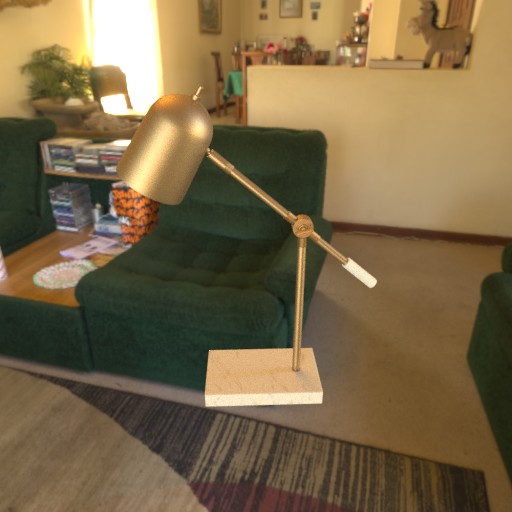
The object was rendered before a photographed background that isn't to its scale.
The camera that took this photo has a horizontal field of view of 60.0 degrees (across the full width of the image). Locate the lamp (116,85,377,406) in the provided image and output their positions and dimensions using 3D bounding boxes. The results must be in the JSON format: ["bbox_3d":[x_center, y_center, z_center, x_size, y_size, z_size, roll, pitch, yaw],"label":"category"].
[{"bbox_3d":[0.000,0.000,0.835,0.471,0.603,0.144,-1,26,-2],"label":"lamp"}]
